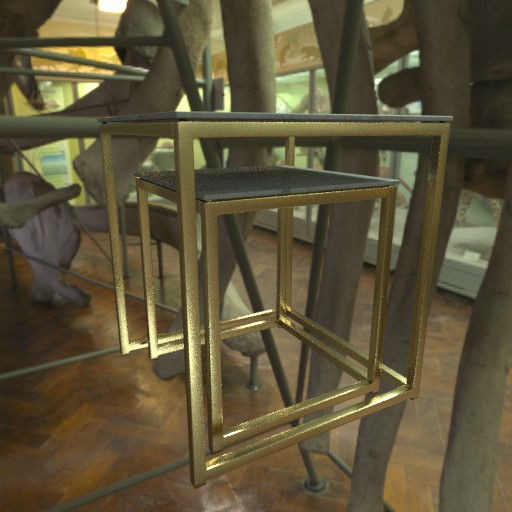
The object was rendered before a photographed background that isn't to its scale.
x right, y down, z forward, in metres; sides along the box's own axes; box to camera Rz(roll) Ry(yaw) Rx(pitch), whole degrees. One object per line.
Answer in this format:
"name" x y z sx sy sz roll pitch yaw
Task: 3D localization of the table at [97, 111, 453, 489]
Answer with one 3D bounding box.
"table" 0.000 0.000 0.838 0.450 0.500 0.450 -9 18 -28
